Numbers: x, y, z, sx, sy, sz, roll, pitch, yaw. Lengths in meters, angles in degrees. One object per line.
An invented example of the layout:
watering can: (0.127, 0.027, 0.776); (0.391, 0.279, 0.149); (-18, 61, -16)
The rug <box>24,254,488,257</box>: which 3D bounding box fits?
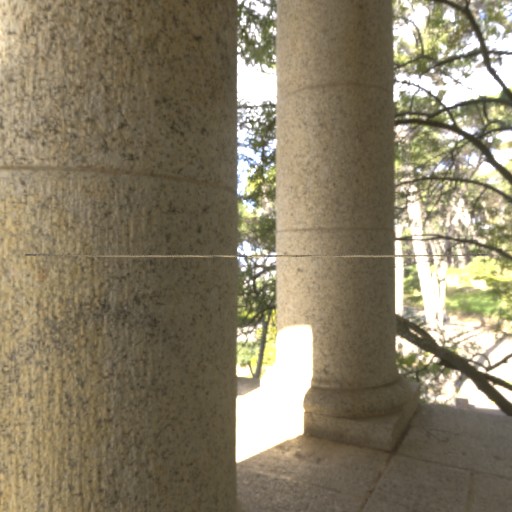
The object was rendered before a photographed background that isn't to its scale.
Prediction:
rug: (0.000, 0.000, 2.609); (2.108, 0.009, 1.248); (0, 0, 0)
